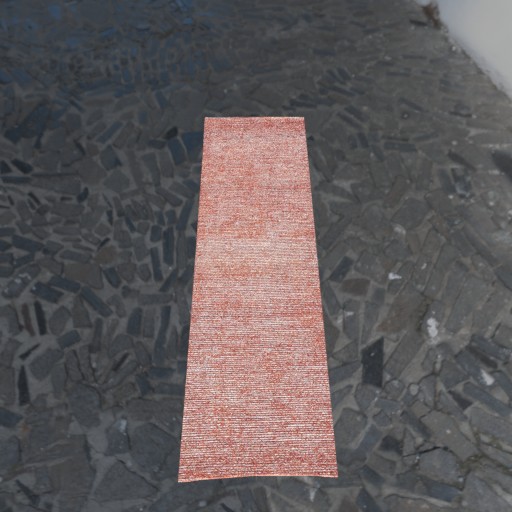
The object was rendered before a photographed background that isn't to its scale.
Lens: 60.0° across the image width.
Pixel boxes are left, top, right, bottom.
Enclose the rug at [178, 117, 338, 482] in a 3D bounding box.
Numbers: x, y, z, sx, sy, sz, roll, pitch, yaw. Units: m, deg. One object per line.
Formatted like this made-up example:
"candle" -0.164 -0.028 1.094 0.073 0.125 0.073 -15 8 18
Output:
"rug" 0.000 0.000 2.590 0.718 0.013 2.353 0 59 0
